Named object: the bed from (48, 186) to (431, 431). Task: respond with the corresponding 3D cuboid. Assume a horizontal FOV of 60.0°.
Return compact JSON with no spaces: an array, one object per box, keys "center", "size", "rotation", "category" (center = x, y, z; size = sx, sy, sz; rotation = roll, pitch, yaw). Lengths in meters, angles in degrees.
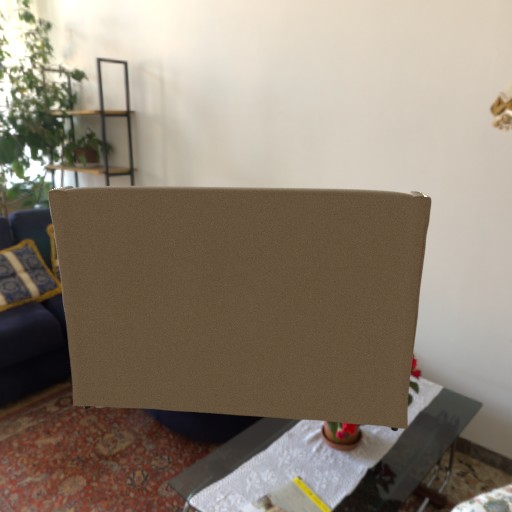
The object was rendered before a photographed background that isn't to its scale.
[{"center":[0.000,0.000,3.409],"size":[1.925,1.332,2.276],"rotation":[2,16,6],"category":"bed"}]
